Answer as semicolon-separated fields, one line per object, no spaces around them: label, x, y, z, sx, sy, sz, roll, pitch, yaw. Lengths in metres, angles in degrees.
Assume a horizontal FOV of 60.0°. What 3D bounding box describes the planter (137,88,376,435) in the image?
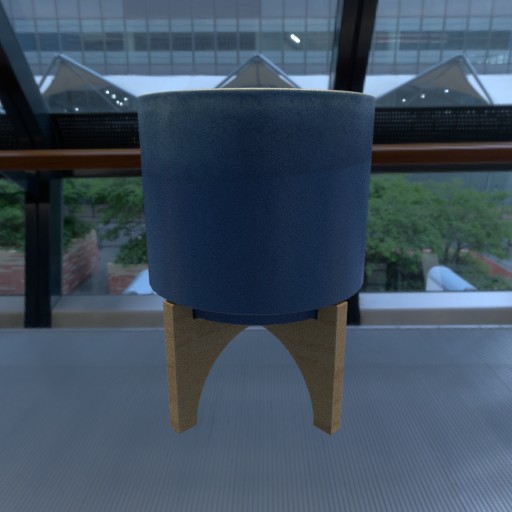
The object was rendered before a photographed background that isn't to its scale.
planter;0.000;0.000;0.549;0.261;0.367;0.261;0;15;0
